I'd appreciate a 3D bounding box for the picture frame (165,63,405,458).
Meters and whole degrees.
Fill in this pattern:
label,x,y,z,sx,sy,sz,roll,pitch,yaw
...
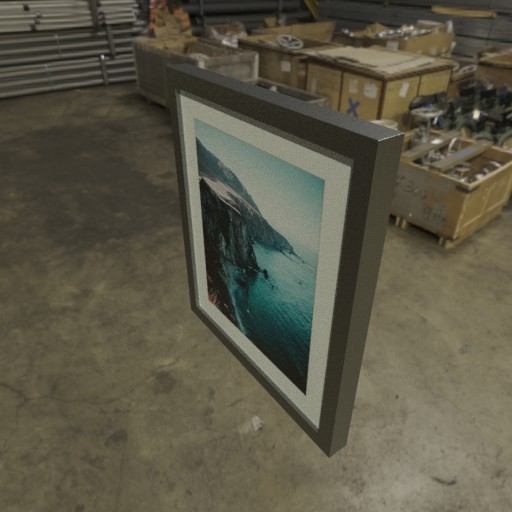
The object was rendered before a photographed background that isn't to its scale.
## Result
label,x,y,z,sx,sy,sz,roll,pitch,yaw
picture frame,0.000,0.000,1.352,0.073,0.968,0.839,-22,39,-29
